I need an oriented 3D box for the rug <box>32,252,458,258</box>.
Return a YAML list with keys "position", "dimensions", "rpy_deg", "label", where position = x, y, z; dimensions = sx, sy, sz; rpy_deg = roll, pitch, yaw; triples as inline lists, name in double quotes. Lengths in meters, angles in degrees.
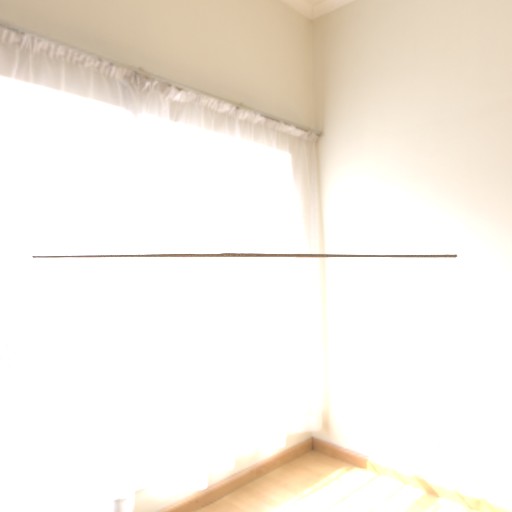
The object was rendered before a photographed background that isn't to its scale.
- position: [0.000, 0.000, 2.281]
  dimensions: [1.792, 0.021, 1.154]
  rpy_deg: [0, 0, 19]
  label: "rug"
